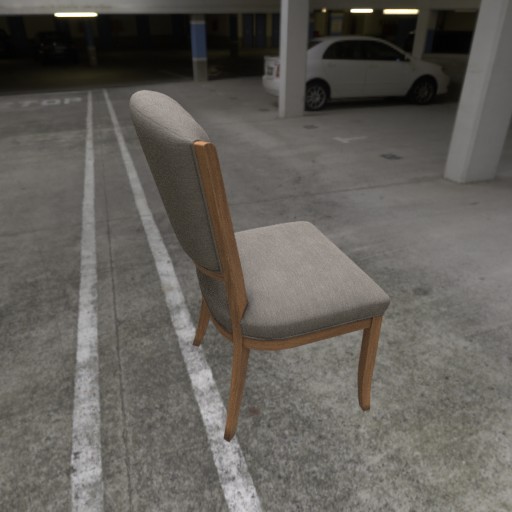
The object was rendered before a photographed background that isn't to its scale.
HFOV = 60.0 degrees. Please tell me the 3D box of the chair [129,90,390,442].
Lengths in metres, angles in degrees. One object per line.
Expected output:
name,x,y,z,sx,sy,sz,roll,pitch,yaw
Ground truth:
chair,0.000,0.000,1.264,0.584,0.905,0.513,-10,31,-17
